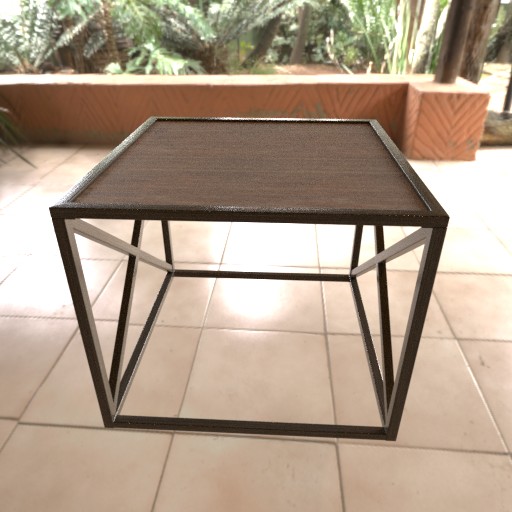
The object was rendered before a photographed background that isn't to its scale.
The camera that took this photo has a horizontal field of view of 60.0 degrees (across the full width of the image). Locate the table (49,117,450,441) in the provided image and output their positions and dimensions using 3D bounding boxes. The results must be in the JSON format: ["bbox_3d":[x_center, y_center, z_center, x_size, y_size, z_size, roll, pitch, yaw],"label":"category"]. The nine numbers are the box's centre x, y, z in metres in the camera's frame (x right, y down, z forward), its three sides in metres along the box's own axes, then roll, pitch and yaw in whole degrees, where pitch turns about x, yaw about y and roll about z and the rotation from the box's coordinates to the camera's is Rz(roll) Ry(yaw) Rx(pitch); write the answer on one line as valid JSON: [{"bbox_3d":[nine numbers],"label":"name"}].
[{"bbox_3d":[0.000,0.000,1.060,0.609,0.507,0.611,2,30,3],"label":"table"}]
